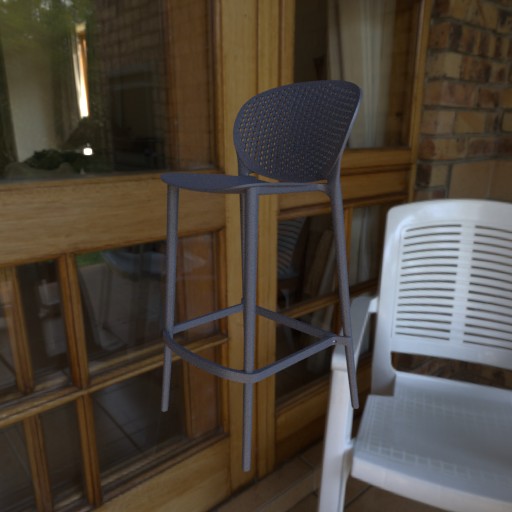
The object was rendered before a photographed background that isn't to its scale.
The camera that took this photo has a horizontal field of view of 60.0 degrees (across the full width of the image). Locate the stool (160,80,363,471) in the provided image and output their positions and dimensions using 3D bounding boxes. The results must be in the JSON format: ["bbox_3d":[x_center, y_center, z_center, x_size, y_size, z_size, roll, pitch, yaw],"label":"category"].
[{"bbox_3d":[0.000,0.000,1.369,0.536,1.045,0.535,15,22,42],"label":"stool"}]
